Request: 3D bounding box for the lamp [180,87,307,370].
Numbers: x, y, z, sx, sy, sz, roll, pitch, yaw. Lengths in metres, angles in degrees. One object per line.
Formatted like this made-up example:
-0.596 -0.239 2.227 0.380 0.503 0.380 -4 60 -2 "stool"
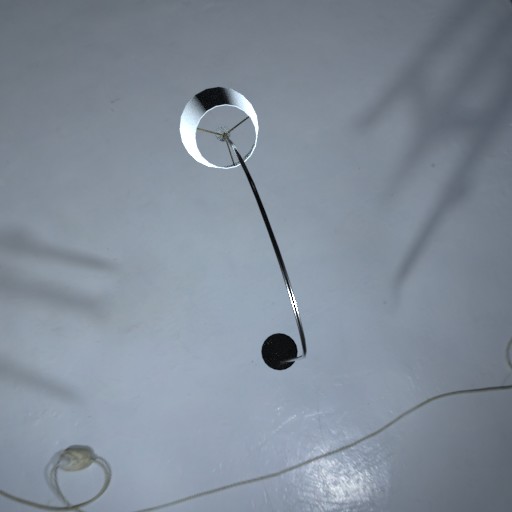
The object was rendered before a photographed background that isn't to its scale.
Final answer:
0.000 0.000 2.717 0.406 2.098 1.445 -19 77 -5 "lamp"
